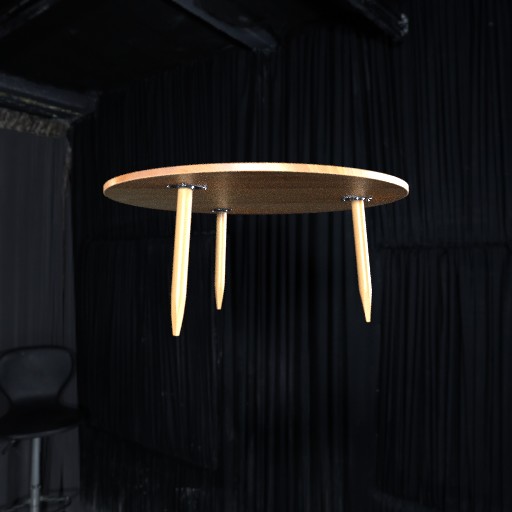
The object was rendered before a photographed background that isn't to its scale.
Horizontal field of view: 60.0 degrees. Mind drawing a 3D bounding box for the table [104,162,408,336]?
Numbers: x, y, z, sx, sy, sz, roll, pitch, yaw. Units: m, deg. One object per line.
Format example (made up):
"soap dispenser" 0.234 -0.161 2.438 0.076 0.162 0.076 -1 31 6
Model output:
"table" 0.000 0.000 1.383 0.900 0.400 0.900 0 0 0
